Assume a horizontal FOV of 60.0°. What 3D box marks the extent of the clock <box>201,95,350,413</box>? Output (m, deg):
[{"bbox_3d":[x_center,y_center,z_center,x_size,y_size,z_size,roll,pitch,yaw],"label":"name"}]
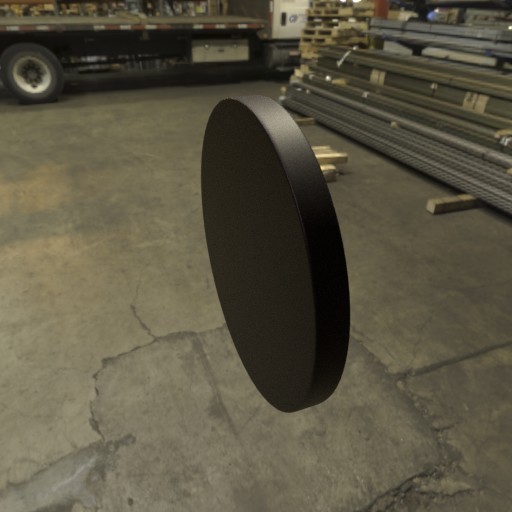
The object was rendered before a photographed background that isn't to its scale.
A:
[{"bbox_3d":[0.000,0.000,0.461,0.029,0.314,0.314,-12,33,-18],"label":"clock"}]
